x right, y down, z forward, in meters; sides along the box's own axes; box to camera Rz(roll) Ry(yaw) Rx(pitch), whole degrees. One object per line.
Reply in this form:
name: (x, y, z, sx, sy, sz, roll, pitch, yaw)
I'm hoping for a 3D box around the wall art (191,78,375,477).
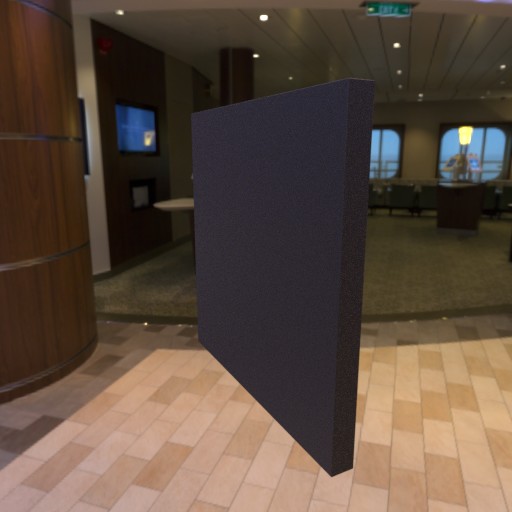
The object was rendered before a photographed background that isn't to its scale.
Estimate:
wall art: (0.000, 0.000, 0.769, 0.038, 0.507, 0.507, -7, 15, -27)
